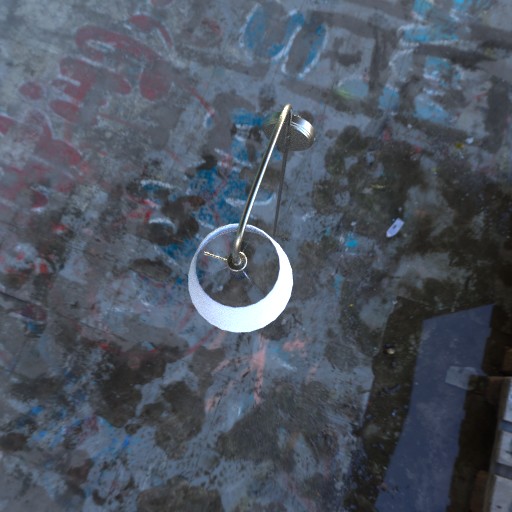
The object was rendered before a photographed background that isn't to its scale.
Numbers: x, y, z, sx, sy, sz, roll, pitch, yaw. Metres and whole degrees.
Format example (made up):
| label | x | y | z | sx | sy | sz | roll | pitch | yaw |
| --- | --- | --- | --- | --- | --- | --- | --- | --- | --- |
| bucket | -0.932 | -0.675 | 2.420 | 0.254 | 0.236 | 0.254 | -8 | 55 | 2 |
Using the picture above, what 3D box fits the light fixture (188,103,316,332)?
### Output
| label | x | y | z | sx | sy | sz | roll | pitch | yaw |
| --- | --- | --- | --- | --- | --- | --- | --- | --- | --- |
| light fixture | 0.000 | 0.000 | 0.476 | 0.092 | 0.399 | 0.176 | 19 | 78 | 4 |
